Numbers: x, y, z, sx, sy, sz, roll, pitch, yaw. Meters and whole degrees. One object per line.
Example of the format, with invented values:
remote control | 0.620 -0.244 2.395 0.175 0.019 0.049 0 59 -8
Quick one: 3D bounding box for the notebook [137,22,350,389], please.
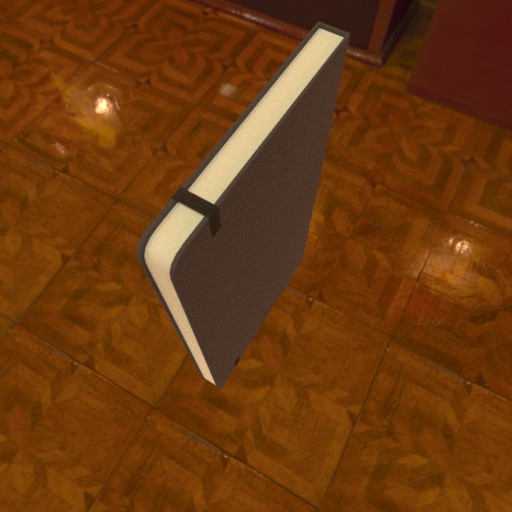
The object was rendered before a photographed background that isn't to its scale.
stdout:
notebook | 0.000 0.000 0.257 0.016 0.213 0.127 28 67 14
